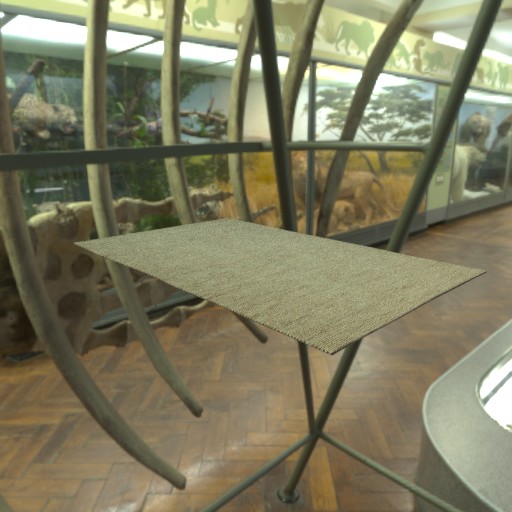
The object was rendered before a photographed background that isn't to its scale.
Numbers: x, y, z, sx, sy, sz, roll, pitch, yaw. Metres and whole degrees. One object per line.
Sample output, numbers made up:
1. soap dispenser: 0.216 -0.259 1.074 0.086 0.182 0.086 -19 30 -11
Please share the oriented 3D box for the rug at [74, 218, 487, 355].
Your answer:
1. rug: 0.000 0.000 3.021 1.533 0.011 2.439 -14 21 -41
